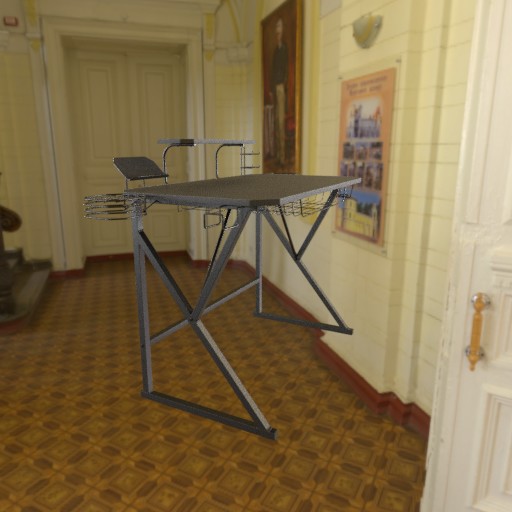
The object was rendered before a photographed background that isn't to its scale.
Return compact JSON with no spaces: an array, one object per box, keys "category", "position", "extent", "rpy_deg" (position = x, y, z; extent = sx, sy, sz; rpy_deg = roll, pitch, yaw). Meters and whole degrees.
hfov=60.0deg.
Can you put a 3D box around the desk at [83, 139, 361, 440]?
[{"category":"desk","position":[0.000,0.000,1.730],"extent":[0.580,0.880,1.290],"rpy_deg":[7,16,26]}]
